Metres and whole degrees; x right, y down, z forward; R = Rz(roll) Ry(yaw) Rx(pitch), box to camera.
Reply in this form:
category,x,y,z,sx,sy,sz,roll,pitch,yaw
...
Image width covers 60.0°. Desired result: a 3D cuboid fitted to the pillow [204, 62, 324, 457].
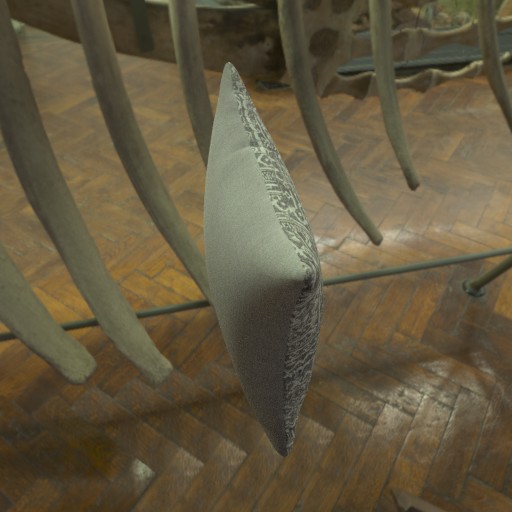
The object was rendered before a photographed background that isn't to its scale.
category,x,y,z,sx,sy,sz,roll,pitch,yaw
pillow,0.000,0.000,0.800,0.180,0.487,0.546,-8,46,-8
